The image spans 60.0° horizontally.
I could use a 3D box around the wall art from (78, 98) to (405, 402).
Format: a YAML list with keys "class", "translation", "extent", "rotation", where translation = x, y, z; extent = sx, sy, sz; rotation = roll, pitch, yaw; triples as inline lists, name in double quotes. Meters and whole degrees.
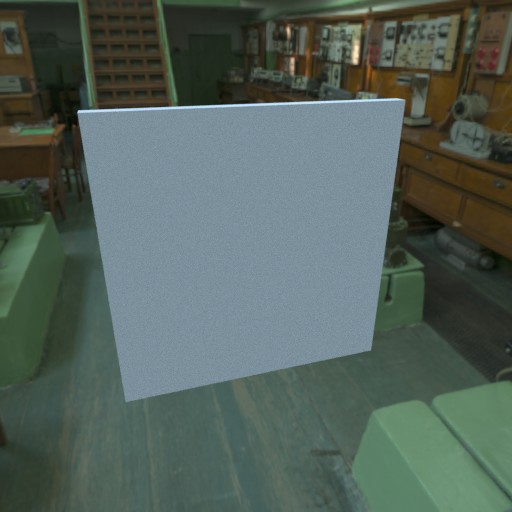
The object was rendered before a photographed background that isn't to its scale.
- class: "wall art"
  translation: [0.000, 0.000, 0.860]
  extent: [0.559, 0.559, 0.028]
  rotation: [-8, 27, -16]
